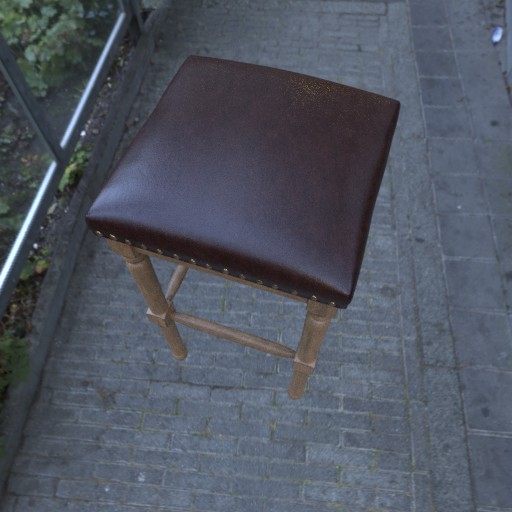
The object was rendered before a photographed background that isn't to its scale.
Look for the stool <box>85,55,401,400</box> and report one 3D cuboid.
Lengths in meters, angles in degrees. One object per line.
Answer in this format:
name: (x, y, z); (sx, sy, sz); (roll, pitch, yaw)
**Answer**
stool: (0.000, 0.000, 0.928); (0.383, 0.702, 0.382); (16, 61, 9)
